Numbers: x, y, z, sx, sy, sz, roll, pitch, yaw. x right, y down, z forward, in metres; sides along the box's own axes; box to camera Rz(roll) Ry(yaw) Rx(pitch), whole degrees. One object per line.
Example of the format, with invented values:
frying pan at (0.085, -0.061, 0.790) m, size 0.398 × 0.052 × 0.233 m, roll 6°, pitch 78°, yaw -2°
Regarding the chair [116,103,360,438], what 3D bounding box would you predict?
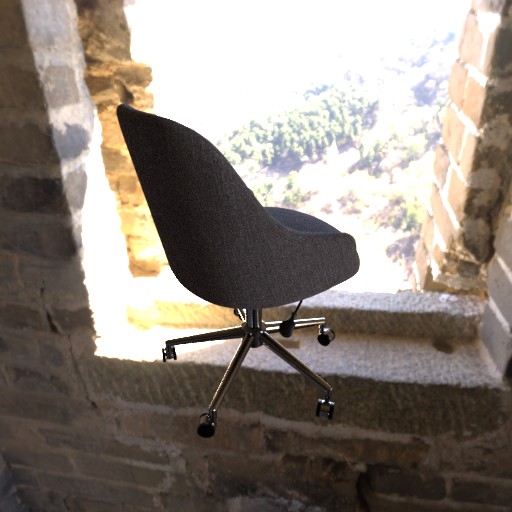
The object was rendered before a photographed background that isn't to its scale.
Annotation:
chair at (0.000, 0.000, 1.405) m, size 0.712 × 0.950 × 0.671 m, roll -18°, pitch 32°, yaw -31°
